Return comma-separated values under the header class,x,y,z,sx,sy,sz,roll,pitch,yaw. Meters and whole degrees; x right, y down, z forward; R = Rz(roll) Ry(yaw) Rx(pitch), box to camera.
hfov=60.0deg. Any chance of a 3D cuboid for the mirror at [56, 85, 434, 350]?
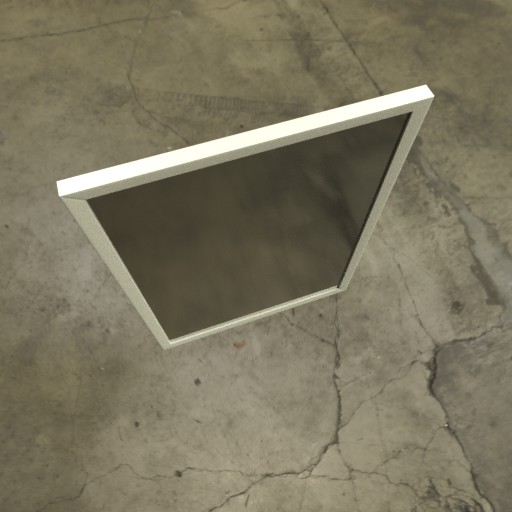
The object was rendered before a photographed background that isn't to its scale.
class,x,y,z,sx,sy,sz,roll,pitch,yaw
mirror,0.000,0.000,1.312,0.762,1.016,0.040,-17,64,-9
